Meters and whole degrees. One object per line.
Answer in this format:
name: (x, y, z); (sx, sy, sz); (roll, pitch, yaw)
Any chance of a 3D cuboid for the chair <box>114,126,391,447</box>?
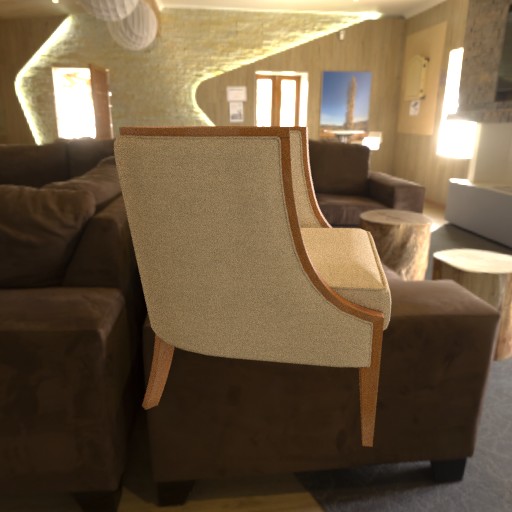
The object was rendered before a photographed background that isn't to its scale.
chair: (0.000, 0.000, 1.385); (0.757, 0.775, 0.711); (3, 17, 9)
